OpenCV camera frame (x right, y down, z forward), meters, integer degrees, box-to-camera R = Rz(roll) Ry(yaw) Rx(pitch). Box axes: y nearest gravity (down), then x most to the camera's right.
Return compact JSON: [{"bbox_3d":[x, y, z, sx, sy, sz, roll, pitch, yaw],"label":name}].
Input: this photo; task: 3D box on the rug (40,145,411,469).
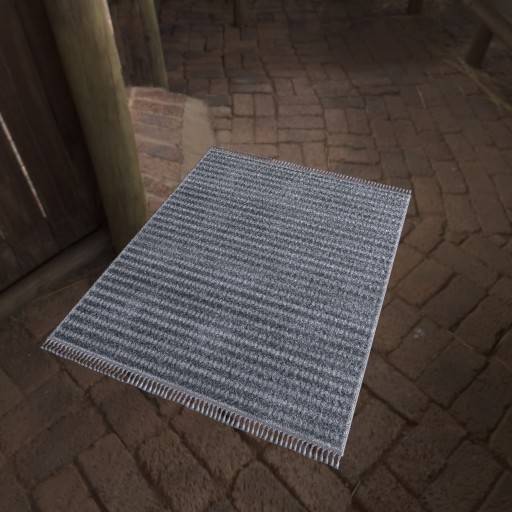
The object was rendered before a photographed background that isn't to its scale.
[{"bbox_3d":[0.000,0.000,3.884,2.256,0.013,2.910,16,48,15],"label":"rug"}]
